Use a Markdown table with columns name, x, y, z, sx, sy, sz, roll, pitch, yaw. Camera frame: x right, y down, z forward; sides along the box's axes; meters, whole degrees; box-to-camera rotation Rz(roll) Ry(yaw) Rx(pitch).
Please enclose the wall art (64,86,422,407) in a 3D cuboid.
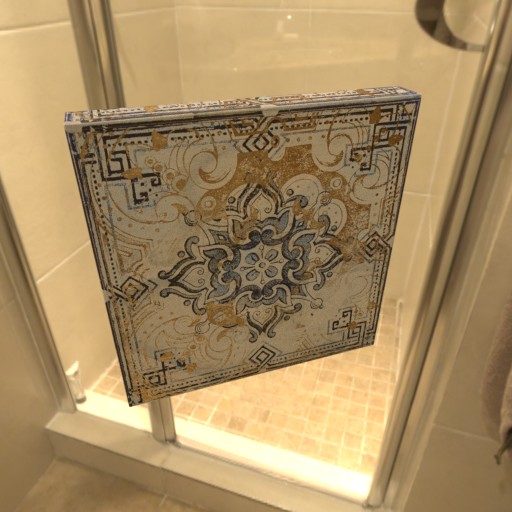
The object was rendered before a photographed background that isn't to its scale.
| name | x | y | z | sx | sy | sz | roll | pitch | yaw |
| --- | --- | --- | --- | --- | --- | --- | --- | --- | --- |
| wall art | 0.000 | 0.000 | 0.454 | 0.302 | 0.306 | 0.038 | -10 | 34 | -16 |
